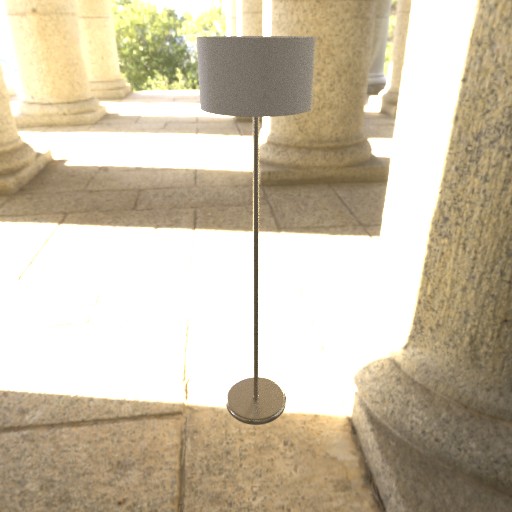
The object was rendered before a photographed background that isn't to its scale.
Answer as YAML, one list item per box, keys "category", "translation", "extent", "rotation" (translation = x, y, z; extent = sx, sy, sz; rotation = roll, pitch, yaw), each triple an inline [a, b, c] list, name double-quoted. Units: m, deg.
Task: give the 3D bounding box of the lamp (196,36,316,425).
- category: "lamp"
  translation: [0.000, 0.000, 1.628]
  extent: [0.347, 1.443, 0.347]
  rotation: [-18, 32, -31]
